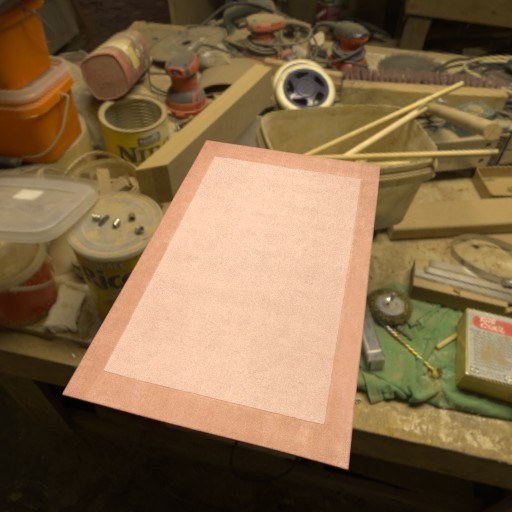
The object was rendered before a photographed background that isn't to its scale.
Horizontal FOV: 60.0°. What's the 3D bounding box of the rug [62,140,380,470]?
[{"bbox_3d":[0.000,0.000,3.024,1.524,0.014,2.438,11,49,9],"label":"rug"}]
